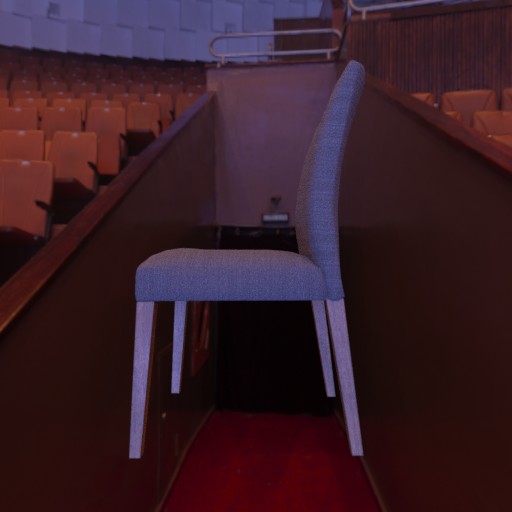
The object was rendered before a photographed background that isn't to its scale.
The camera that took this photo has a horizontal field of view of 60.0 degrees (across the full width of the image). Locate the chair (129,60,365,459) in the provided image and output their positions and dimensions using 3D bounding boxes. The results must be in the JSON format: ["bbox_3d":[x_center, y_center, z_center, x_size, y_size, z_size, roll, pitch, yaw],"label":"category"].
[{"bbox_3d":[0.000,0.000,1.270,0.585,0.940,0.496,0,1,1],"label":"chair"}]
